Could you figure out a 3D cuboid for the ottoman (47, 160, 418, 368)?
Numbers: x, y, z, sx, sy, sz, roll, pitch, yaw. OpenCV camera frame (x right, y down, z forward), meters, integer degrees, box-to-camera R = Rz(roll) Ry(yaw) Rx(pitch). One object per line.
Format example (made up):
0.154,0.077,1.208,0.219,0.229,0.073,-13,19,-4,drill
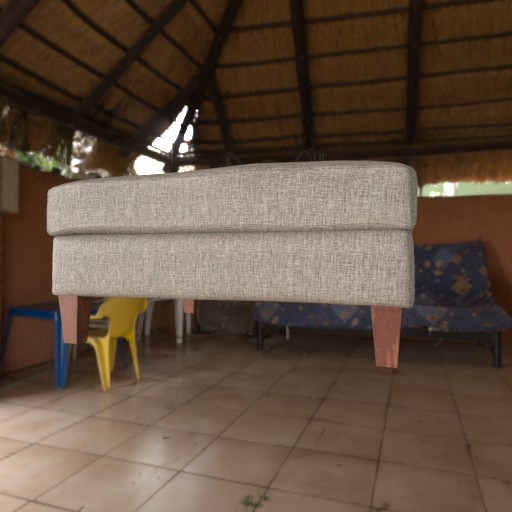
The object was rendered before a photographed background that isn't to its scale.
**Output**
0.000,0.000,1.474,0.994,0.492,0.839,0,0,18,ottoman
